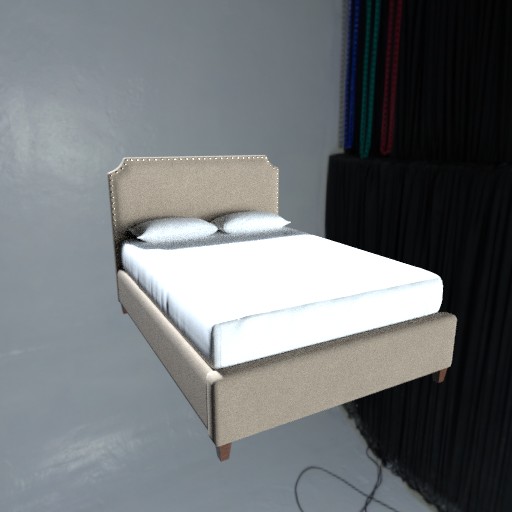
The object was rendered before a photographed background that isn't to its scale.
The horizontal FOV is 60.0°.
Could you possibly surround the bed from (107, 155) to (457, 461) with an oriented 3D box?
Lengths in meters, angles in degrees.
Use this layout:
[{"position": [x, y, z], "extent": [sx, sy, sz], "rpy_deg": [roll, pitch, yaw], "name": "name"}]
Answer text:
[{"position": [0.000, 0.000, 3.380], "extent": [1.703, 1.415, 2.329], "rpy_deg": [-8, 17, -27], "name": "bed"}]
